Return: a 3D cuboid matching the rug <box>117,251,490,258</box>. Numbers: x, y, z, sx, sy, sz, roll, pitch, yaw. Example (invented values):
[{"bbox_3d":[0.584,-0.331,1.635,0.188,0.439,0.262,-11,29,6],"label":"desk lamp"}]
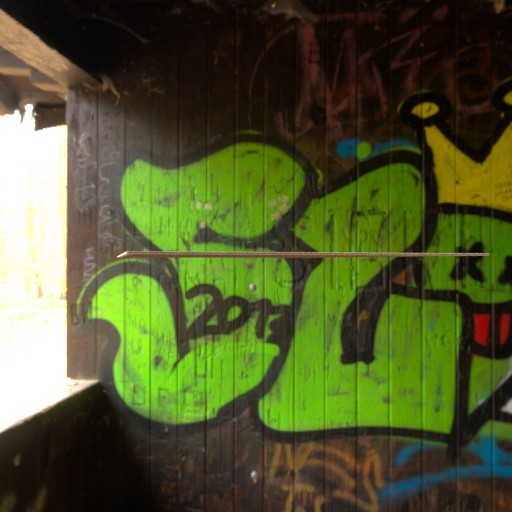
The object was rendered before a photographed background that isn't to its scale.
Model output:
[{"bbox_3d":[0.000,0.000,4.154,2.441,0.015,3.050,0,-1,-18],"label":"rug"}]
